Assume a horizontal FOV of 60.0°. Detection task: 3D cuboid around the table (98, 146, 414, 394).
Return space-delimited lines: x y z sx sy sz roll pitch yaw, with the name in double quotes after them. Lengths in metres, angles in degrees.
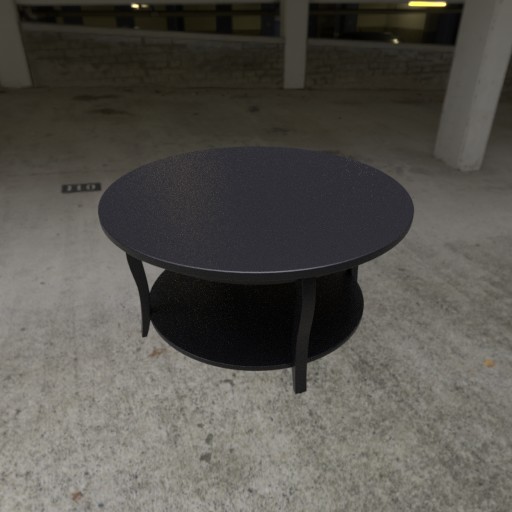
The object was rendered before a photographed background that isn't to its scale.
0.000 0.000 1.455 0.914 0.457 0.914 0 31 0 "table"
